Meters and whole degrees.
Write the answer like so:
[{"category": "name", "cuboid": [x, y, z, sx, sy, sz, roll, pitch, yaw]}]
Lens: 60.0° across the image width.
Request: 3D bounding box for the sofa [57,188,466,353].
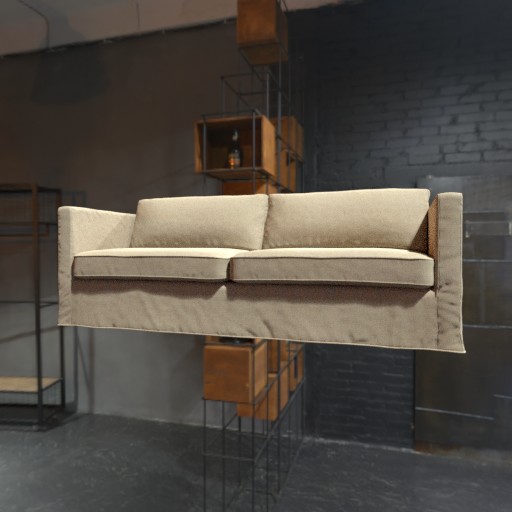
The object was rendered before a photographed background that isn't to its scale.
[{"category": "sofa", "cuboid": [0.000, 0.000, 2.784, 2.312, 0.853, 0.962, 0, 1, 18]}]
